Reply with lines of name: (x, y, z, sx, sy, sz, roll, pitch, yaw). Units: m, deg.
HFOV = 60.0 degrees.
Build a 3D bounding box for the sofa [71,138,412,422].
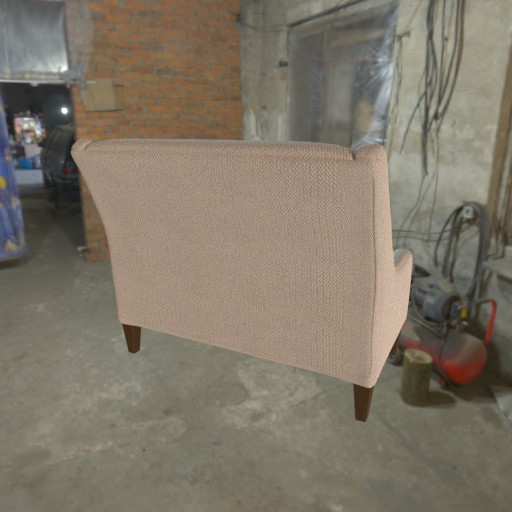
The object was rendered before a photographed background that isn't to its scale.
sofa: (0.000, 0.000, 1.976, 1.242, 1.022, 0.870, 8, 18, 26)
